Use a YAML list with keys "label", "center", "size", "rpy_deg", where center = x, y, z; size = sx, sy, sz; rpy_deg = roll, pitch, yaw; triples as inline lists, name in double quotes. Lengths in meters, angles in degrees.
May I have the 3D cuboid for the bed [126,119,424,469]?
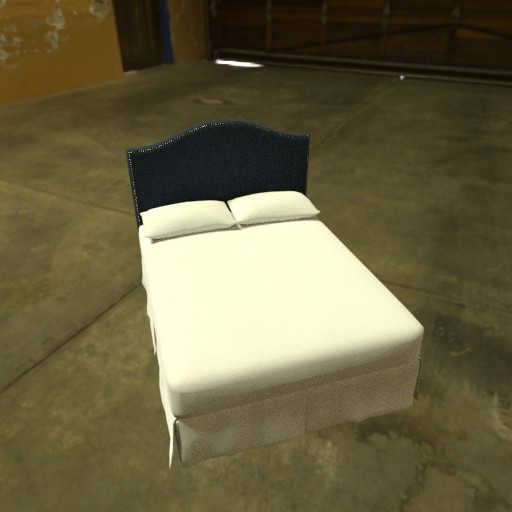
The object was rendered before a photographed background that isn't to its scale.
- label: "bed"
  center: [0.000, 0.000, 3.311]
  size: [1.713, 1.518, 2.153]
  rpy_deg: [-9, 32, -15]
